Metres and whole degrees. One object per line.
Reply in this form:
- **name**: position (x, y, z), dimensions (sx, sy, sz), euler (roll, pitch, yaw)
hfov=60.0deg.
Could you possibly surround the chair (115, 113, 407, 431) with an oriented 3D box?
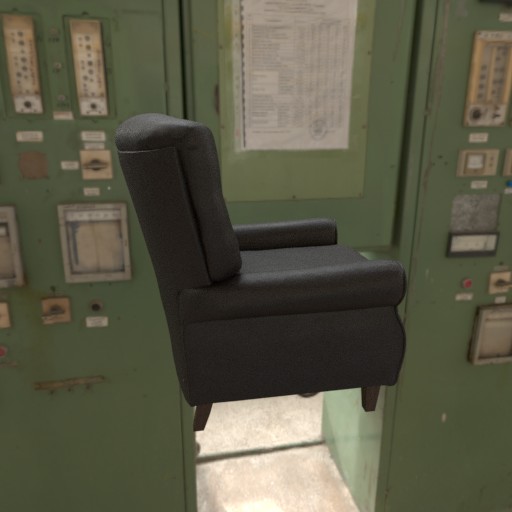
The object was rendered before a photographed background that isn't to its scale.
- **chair**: position (0.000, 0.000, 1.889), dimensions (1.058, 1.158, 0.948), euler (-3, 18, -9)
